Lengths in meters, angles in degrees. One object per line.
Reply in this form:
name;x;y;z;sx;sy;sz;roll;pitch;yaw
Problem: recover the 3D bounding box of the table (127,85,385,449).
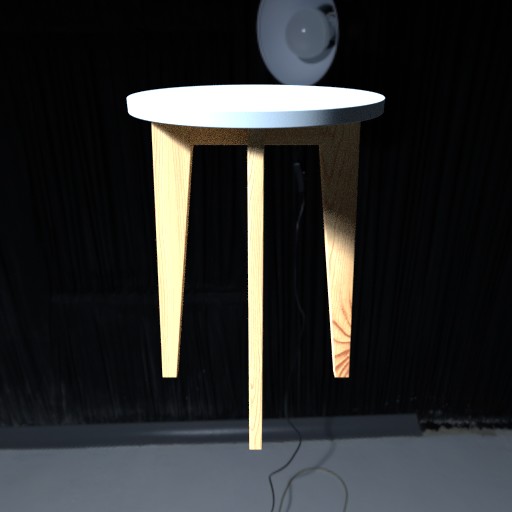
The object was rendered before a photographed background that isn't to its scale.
table;0.000;0.000;0.728;0.350;0.500;0.350;0;25;0
